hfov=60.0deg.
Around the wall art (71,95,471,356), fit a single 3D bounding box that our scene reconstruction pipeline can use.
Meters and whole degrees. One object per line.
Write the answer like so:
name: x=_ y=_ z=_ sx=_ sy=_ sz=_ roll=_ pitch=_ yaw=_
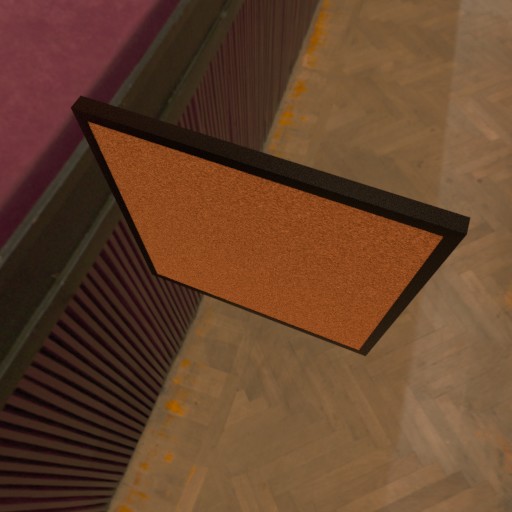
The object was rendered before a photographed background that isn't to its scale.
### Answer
wall art: x=0.000 y=0.000 z=1.130 sx=0.756 sy=0.755 sz=0.036 roll=20 pitch=64 yaw=10
